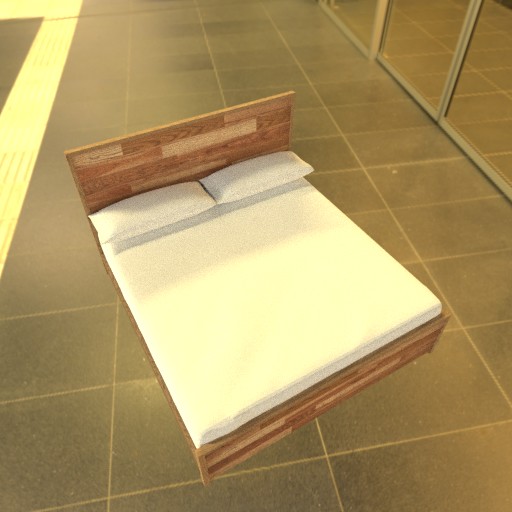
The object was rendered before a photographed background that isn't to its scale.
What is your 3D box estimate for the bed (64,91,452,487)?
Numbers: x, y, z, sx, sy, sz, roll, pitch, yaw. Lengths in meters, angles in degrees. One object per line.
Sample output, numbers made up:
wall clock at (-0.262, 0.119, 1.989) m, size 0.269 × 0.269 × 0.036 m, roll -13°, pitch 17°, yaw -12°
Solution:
bed at (0.000, 0.000, 3.409) m, size 2.013 × 1.295 × 2.184 m, roll -22°, pitch 49°, yaw -21°
